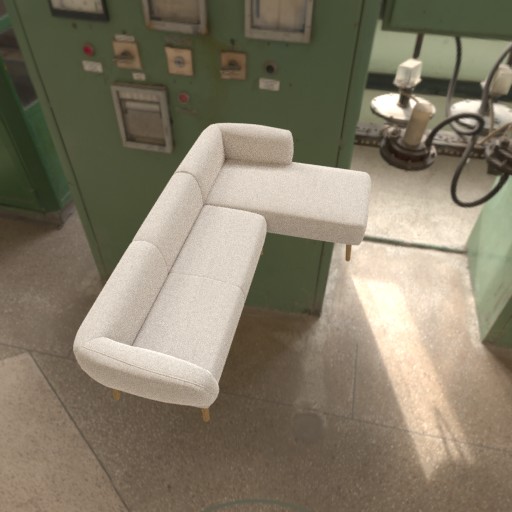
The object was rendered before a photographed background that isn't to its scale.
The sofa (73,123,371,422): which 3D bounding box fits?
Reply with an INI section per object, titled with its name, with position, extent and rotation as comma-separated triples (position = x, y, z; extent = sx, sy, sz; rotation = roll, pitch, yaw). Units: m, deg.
[sofa]
position = 0.000, 0.000, 3.374
extent = 1.610, 0.730, 2.660
rotation = 10, 46, 9
